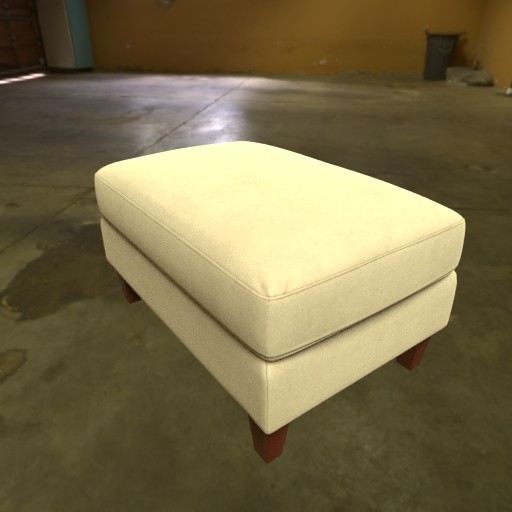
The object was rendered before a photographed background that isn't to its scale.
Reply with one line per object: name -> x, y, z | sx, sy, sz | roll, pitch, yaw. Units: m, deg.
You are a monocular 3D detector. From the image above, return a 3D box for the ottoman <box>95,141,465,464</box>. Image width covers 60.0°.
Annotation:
ottoman -> 0.000, 0.000, 1.205 | 0.584, 0.483, 0.864 | -19, 33, -32
